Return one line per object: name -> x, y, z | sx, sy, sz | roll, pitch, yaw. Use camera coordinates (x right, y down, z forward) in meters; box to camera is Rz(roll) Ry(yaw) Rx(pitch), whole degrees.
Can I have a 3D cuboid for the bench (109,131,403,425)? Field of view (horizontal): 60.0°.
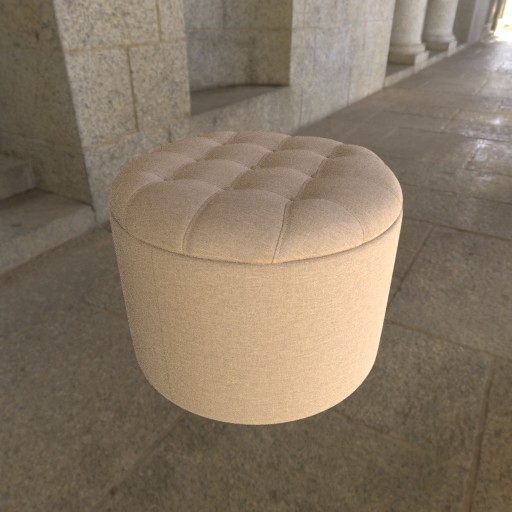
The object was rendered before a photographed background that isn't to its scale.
bench -> 0.000, 0.000, 1.013 | 0.600, 0.454, 0.600 | 0, 30, 0
